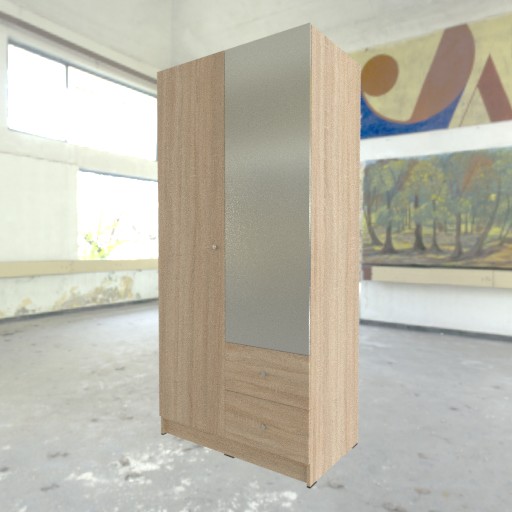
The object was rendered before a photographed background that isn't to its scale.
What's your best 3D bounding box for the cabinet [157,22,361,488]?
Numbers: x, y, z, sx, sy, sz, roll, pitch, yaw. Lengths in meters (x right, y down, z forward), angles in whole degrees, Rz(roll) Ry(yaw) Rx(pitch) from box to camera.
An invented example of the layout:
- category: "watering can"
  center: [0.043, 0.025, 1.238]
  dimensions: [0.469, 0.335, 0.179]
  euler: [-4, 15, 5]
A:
- category: "cabinet"
  center: [0.000, 0.000, 2.526]
  dimensions: [1.001, 2.121, 0.590]
  euler: [1, 2, 35]
